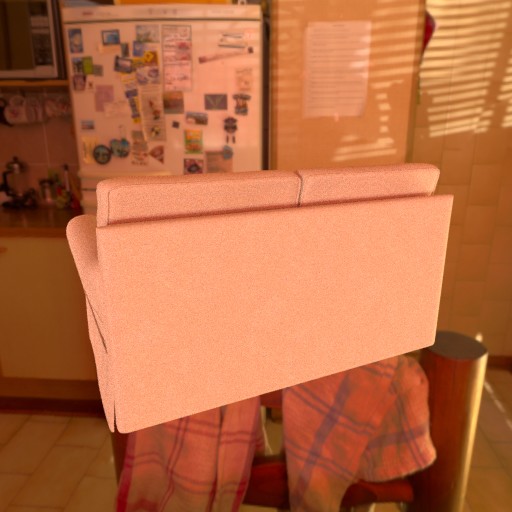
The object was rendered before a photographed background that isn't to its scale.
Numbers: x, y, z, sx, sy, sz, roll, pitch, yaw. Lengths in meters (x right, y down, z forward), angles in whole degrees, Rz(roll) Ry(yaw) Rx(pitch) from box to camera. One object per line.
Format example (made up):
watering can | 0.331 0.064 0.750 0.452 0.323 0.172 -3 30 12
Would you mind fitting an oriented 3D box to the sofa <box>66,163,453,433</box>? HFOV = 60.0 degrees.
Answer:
sofa | 0.000 0.000 2.285 1.727 0.940 0.991 -8 18 -25
